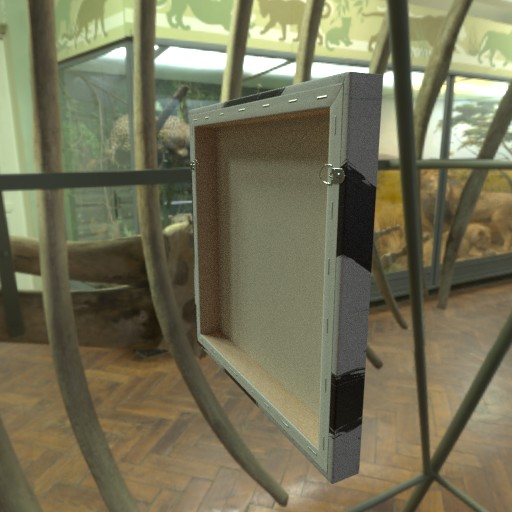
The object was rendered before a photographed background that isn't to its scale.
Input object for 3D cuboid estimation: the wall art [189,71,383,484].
[{"bbox_3d":[0.000,0.000,0.748,0.050,0.508,0.507,-7,15,-27],"label":"wall art"}]
